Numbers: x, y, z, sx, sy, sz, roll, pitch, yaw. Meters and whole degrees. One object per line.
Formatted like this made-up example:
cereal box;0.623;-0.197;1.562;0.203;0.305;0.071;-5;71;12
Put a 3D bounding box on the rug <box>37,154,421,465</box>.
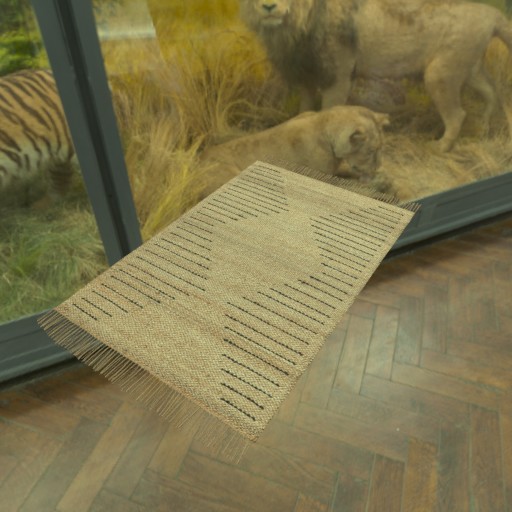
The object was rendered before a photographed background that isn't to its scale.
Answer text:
rug;0.000;0.000;2.527;1.224;0.027;2.085;24;46;25
